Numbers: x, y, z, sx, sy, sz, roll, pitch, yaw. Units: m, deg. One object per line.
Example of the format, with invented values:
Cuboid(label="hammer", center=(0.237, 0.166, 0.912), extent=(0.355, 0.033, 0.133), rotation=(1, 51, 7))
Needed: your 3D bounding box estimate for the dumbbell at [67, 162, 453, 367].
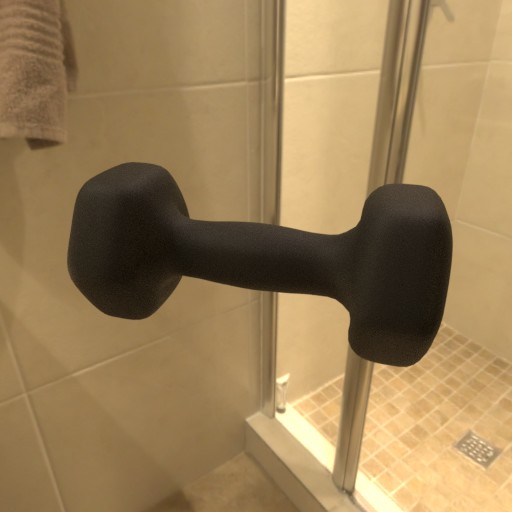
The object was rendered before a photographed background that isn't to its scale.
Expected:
Cuboid(label="dumbbell", center=(0.000, 0.000, 0.290), extent=(0.231, 0.101, 0.112), rotation=(8, 28, 14))
